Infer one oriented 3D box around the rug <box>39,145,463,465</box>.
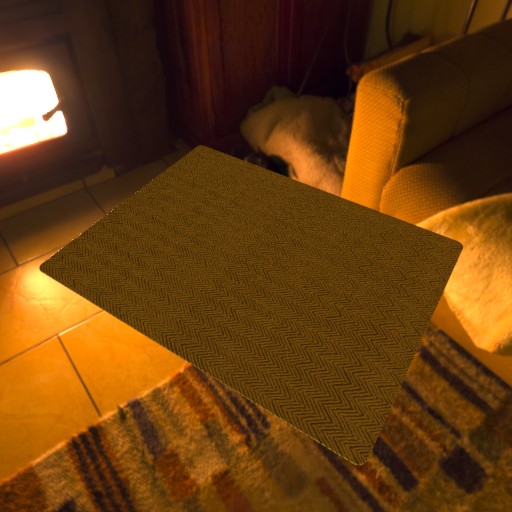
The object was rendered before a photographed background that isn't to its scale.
[{"bbox_3d":[0.000,0.000,4.152,3.207,0.014,2.439,25,51,22],"label":"rug"}]
